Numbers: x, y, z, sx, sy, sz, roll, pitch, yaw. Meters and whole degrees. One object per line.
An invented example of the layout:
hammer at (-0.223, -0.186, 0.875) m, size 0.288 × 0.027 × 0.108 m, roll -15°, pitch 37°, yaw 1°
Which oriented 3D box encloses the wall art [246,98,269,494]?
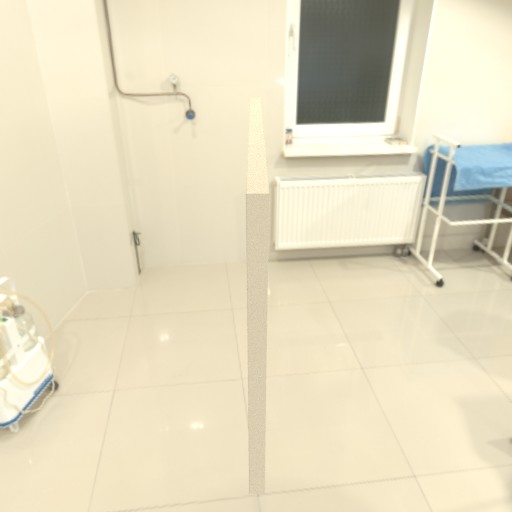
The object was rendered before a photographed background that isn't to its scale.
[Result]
wall art at (0.000, 0.000, 1.341) m, size 0.038 × 0.762 × 1.016 m, roll 0°, pitch 28°, yaw 0°
